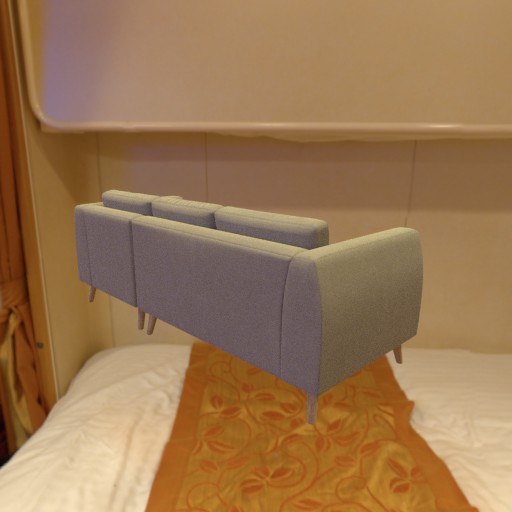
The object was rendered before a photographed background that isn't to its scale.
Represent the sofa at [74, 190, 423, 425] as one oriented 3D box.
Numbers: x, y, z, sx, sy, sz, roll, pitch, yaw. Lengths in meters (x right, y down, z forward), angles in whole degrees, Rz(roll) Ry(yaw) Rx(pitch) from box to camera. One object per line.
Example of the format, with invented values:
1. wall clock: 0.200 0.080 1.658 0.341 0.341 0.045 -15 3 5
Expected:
1. sofa: 0.000 0.000 3.061 1.580 0.860 2.300 -14 19 -43
